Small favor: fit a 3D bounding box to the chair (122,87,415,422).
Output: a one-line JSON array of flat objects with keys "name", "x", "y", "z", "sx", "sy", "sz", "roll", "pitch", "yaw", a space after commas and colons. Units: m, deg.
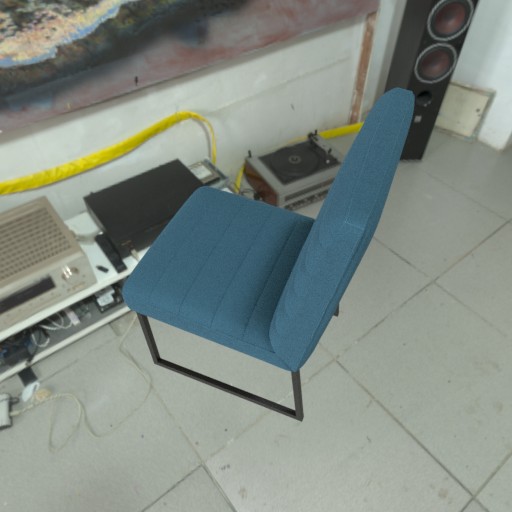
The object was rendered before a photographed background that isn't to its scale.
[{"name": "chair", "x": 0.000, "y": 0.000, "z": 1.306, "sx": 0.634, "sy": 0.930, "sz": 0.520, "roll": 17, "pitch": 50, "yaw": 15}]
